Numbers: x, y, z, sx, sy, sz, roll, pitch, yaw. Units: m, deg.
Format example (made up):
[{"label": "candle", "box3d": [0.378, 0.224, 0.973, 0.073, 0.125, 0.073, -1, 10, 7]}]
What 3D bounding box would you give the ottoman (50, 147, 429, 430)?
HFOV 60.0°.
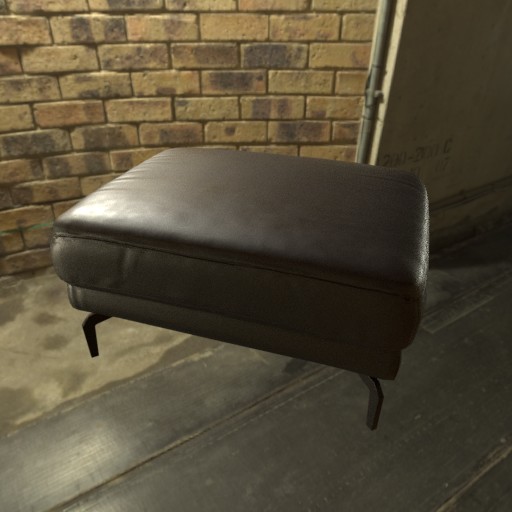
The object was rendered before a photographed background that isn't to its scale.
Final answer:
[{"label": "ottoman", "box3d": [0.000, 0.000, 1.090, 0.764, 0.402, 0.570, 10, 32, 16]}]
